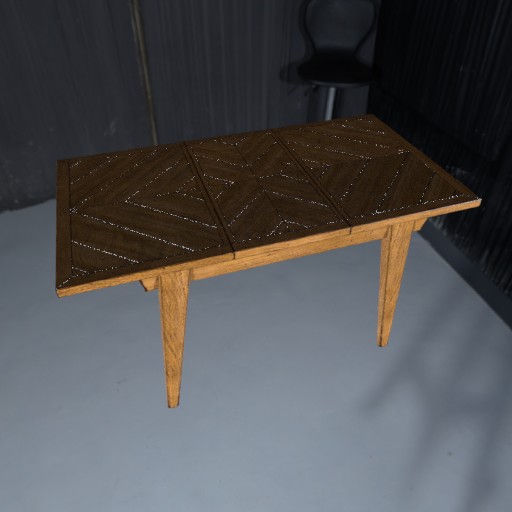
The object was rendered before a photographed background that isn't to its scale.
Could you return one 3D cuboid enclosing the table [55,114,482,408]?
[{"bbox_3d":[0.000,0.000,1.889,1.400,0.760,0.757,-12,42,-14],"label":"table"}]
